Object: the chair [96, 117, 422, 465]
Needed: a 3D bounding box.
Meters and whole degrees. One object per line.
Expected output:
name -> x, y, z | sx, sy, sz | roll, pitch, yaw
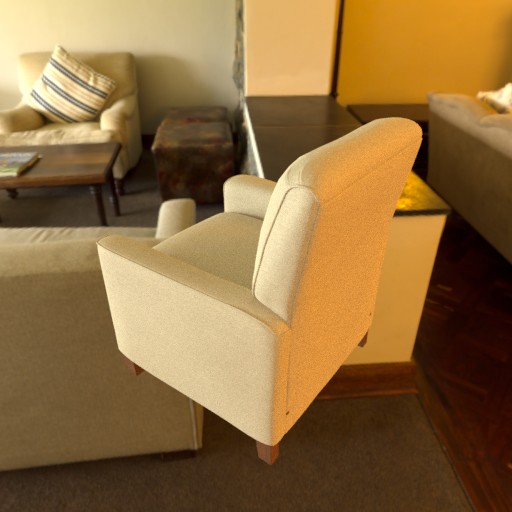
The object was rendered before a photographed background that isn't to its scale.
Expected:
chair -> 0.000, 0.000, 1.640 | 0.858, 1.023, 0.841 | 21, 37, 31
